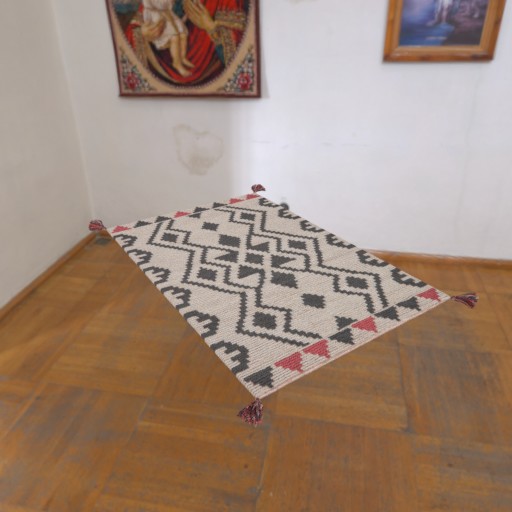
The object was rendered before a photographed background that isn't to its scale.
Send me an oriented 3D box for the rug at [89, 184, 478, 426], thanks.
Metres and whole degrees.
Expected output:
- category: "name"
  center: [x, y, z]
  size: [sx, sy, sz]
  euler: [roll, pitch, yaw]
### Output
- category: "rug"
  center: [0.000, 0.000, 2.657]
  size: [1.444, 0.067, 2.069]
  euler: [-18, 34, -29]
